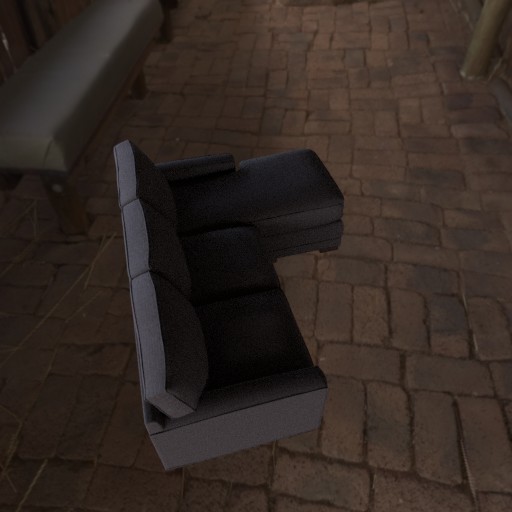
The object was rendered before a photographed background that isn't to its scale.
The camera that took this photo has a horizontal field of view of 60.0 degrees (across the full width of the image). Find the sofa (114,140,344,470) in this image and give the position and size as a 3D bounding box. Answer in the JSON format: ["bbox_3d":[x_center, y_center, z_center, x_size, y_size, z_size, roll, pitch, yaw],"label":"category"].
[{"bbox_3d":[0.000,0.000,3.290,1.790,0.973,2.370,-11,48,-10],"label":"sofa"}]
